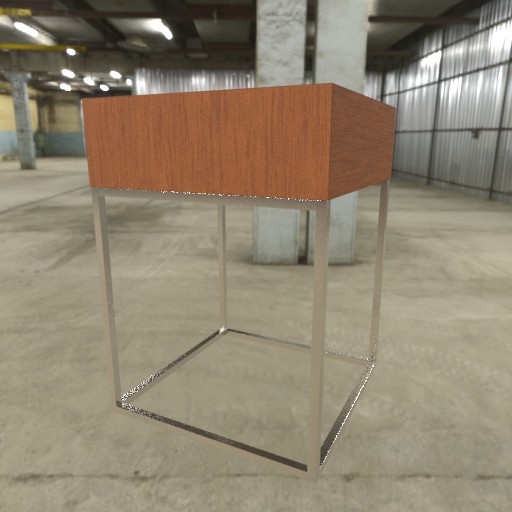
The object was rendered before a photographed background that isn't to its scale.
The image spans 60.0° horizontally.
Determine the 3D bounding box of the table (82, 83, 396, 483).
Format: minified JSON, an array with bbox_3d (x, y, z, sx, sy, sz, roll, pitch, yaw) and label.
[{"bbox_3d":[0.000,0.000,0.828,0.398,0.540,0.397,7,16,26],"label":"table"}]
